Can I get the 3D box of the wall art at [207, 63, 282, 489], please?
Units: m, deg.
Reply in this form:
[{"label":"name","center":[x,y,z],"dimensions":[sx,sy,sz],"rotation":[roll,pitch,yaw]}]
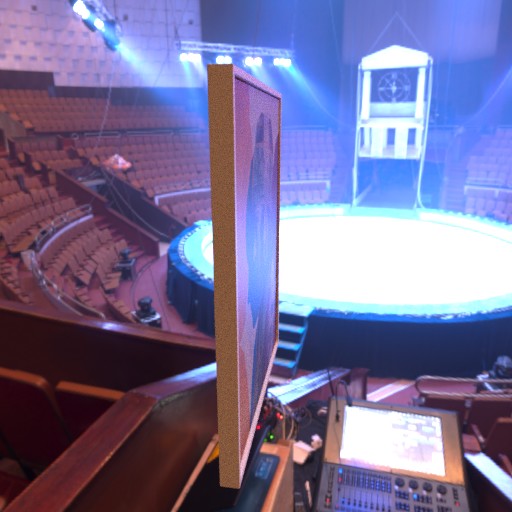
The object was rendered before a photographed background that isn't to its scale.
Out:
[{"label":"wall art","center":[0.000,0.000,0.754],"dimensions":[0.030,0.549,0.443],"rotation":[3,16,9]}]
